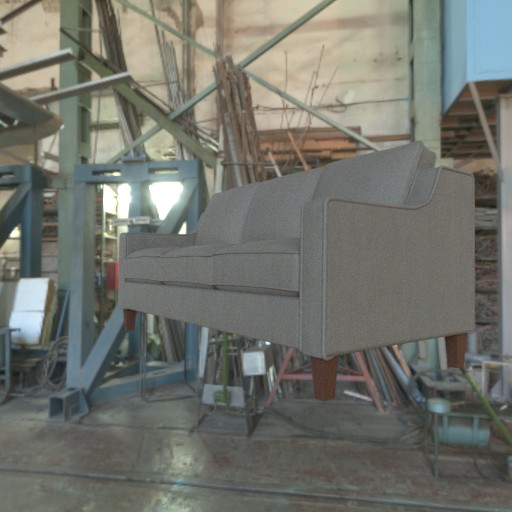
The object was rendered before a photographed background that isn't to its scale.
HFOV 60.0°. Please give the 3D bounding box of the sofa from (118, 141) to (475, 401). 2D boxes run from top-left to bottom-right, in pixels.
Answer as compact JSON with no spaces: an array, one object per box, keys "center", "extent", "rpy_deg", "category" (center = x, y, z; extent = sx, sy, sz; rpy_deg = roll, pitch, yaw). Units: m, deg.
[{"center":[0.000,0.000,2.447],"extent":[0.911,0.974,1.986],"rpy_deg":[1,-1,-35],"category":"sofa"}]
